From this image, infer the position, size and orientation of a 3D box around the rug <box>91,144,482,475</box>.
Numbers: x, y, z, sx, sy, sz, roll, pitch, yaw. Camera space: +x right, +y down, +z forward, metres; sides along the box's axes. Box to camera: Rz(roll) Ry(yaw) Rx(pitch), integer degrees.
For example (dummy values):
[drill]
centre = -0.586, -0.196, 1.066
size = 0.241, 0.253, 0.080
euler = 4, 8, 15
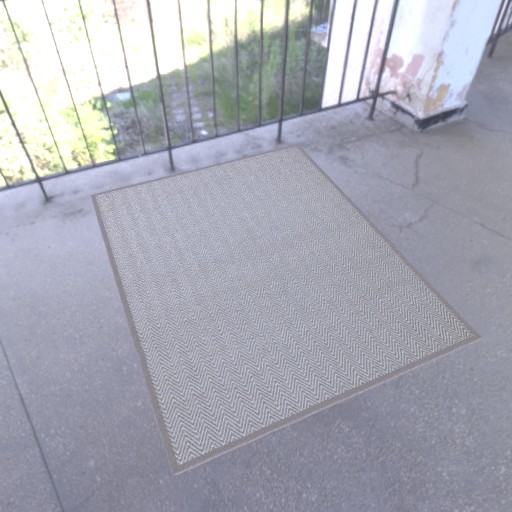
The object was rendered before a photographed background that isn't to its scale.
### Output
[rug]
centre = 0.000, 0.000, 3.986
size = 2.434, 0.032, 3.007
euler = -18, 48, -16
